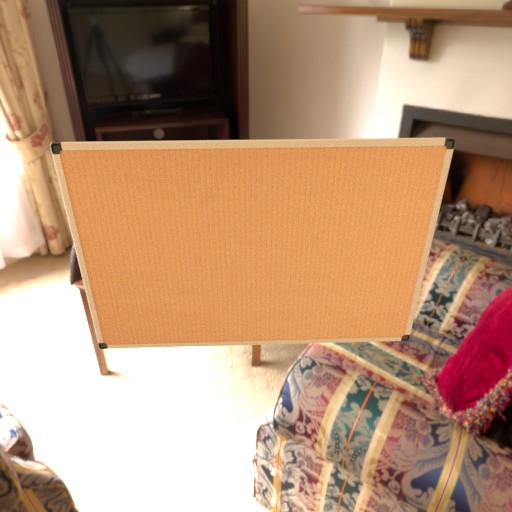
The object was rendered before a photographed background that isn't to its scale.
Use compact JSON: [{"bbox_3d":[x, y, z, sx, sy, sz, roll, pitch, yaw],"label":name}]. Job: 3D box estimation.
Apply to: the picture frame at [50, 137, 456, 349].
[{"bbox_3d":[0.000,0.000,1.135,0.900,0.600,0.010,-1,31,-2],"label":"picture frame"}]
